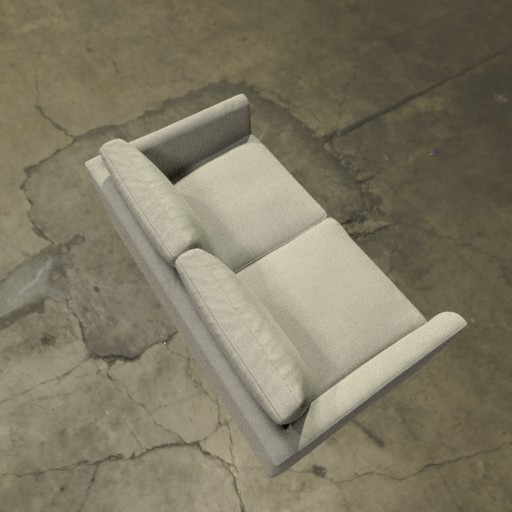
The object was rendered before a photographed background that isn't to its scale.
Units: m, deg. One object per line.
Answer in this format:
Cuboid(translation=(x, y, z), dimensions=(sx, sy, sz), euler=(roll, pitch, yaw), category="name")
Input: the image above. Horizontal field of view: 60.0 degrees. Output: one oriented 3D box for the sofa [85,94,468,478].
Cuboid(translation=(0.000, 0.000, 2.450), dimensions=(1.091, 0.839, 1.905), euler=(-30, 64, -17), category="sofa")
